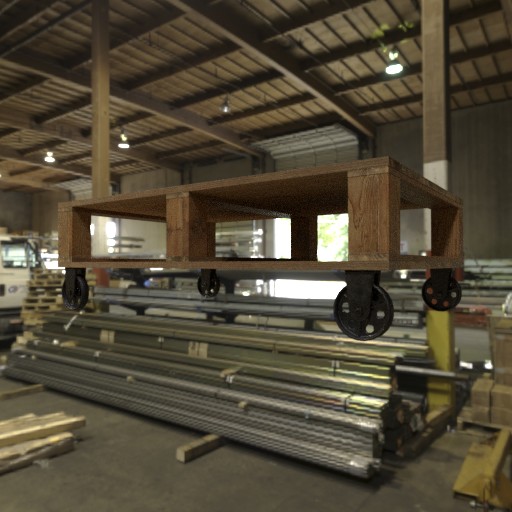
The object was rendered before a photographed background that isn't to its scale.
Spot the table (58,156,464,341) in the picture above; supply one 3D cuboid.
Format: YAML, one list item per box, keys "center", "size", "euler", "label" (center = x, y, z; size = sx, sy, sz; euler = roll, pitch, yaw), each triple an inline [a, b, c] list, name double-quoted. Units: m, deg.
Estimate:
- center: [0.000, 0.000, 1.680]
  size: [1.299, 0.413, 0.827]
  euler: [-1, -1, 35]
  label: "table"
